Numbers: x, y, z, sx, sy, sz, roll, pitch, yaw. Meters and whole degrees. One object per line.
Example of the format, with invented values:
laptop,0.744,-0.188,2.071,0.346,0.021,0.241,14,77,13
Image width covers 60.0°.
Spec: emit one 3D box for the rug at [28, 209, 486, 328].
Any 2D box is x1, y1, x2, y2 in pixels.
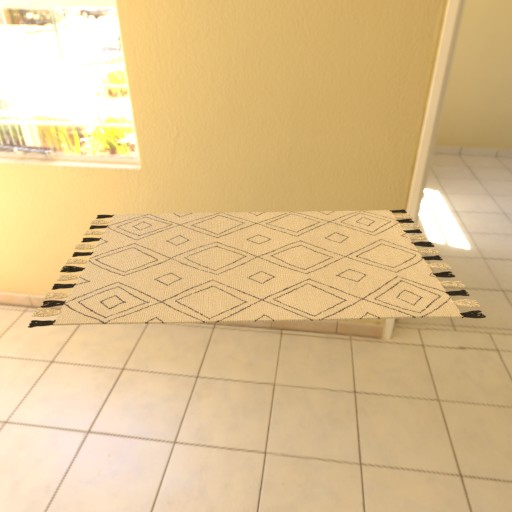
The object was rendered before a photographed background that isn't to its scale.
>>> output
rug,0.000,0.000,3.270,2.755,0.021,1.524,-1,31,-2
